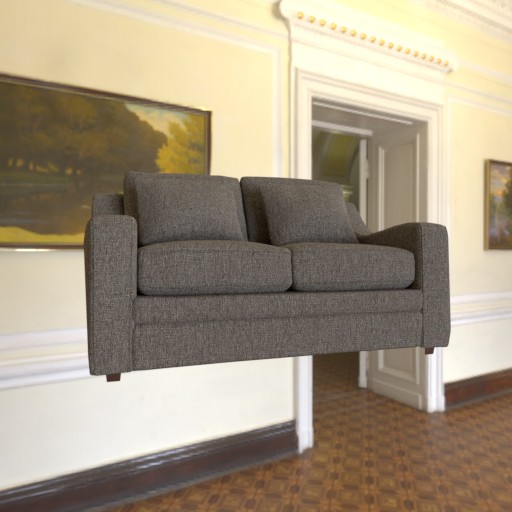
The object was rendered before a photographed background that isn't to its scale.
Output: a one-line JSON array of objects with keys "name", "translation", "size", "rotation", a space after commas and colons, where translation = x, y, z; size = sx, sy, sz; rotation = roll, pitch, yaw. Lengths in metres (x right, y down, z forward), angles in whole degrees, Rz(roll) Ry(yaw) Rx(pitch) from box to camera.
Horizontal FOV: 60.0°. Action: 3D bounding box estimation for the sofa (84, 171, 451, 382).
[{"name": "sofa", "translation": [0.000, 0.000, 2.476], "size": [1.778, 0.991, 1.120], "rotation": [0, 1, -18]}]
